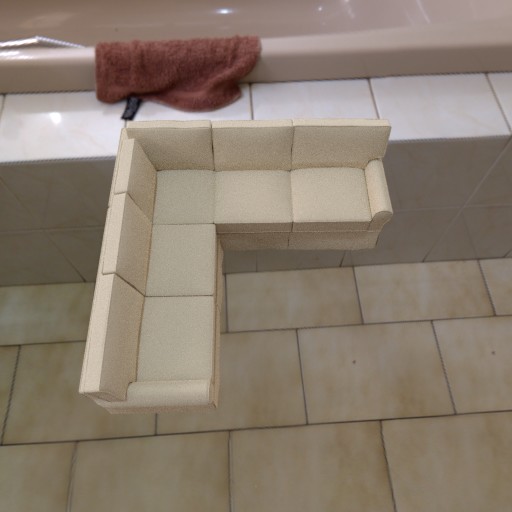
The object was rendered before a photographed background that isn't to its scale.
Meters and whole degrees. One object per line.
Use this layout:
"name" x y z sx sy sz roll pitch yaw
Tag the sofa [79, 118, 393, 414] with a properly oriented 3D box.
"sofa" 0.000 0.000 4.024 2.597 1.070 2.591 -1 63 -1
